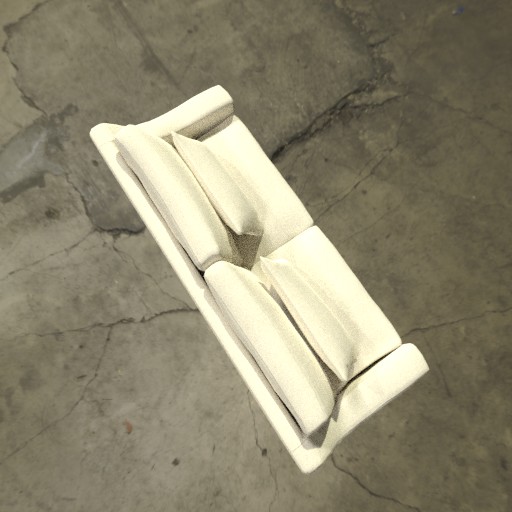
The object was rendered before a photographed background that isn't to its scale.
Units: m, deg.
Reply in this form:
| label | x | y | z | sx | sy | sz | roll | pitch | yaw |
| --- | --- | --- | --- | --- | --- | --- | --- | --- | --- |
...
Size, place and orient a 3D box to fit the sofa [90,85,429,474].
| label | x | y | z | sx | sy | sz | roll | pitch | yaw |
| --- | --- | --- | --- | --- | --- | --- | --- | --- | --- |
| sofa | 0.000 | 0.000 | 3.003 | 1.009 | 1.022 | 2.470 | -33 | 77 | -8 |
